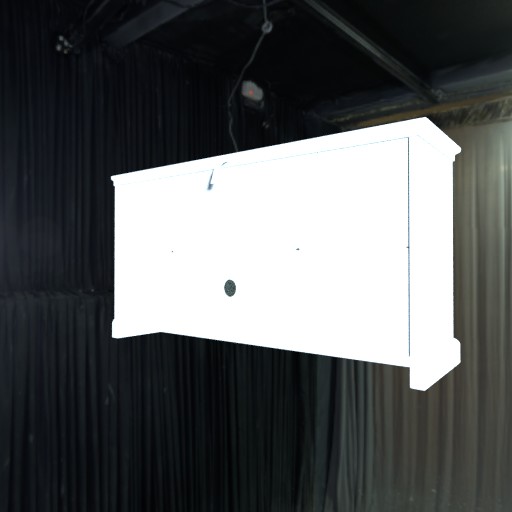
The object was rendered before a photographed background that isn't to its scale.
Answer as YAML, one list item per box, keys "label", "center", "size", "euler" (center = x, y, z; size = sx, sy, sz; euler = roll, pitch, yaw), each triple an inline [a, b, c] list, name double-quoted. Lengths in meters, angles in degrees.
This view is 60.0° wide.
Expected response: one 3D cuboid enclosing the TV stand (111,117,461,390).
- label: "TV stand"
  center: [0.000, 0.000, 1.479]
  size: [1.187, 0.624, 0.424]
  euler: [0, -1, 37]
